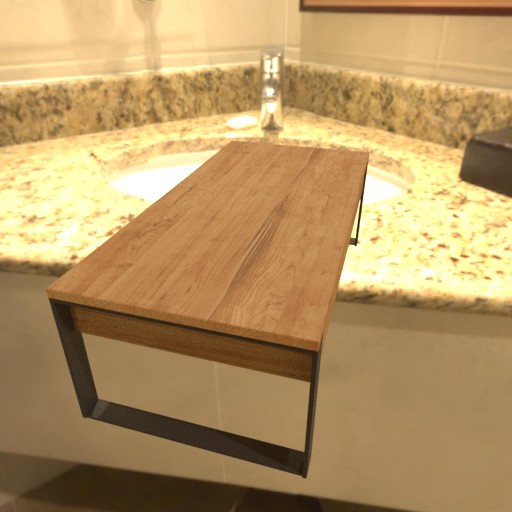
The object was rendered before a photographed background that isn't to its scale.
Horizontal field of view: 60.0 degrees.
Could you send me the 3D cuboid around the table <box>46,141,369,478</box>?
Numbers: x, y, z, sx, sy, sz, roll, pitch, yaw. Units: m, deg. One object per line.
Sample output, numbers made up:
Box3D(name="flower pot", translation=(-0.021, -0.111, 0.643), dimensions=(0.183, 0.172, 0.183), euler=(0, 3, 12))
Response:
Box3D(name="table", translation=(0.000, 0.000, 1.452), dimensions=(0.590, 0.400, 1.180), euler=(9, 31, 14))
